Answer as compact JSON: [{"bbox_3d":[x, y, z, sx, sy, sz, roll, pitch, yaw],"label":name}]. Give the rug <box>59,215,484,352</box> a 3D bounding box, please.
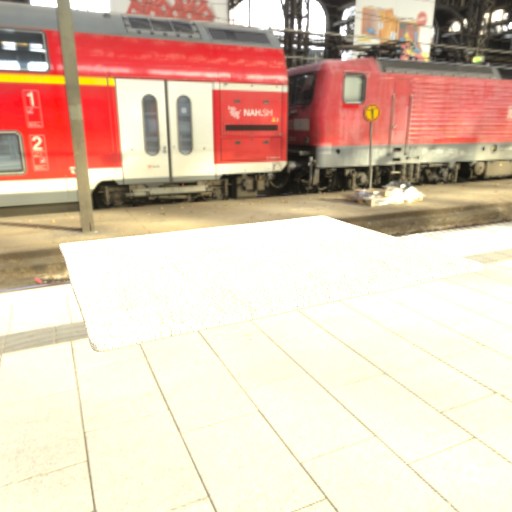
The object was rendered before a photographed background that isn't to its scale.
[{"bbox_3d":[0.000,0.000,2.051,1.600,0.027,1.200,-8,18,-26],"label":"rug"}]
